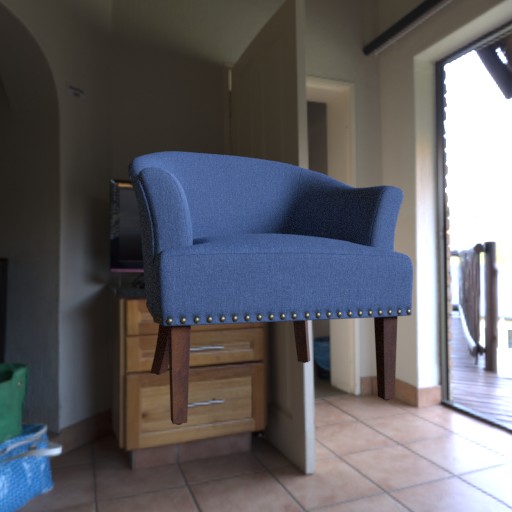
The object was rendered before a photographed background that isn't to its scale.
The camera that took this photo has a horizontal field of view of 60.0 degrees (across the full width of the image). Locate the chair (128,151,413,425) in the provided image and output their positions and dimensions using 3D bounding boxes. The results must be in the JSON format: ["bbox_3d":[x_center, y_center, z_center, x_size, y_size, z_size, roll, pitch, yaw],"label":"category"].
[{"bbox_3d":[0.000,0.000,1.439,0.798,0.815,0.704,1,-2,-19],"label":"chair"}]
